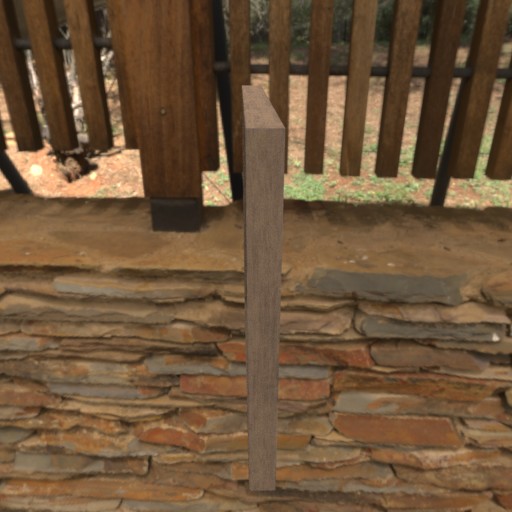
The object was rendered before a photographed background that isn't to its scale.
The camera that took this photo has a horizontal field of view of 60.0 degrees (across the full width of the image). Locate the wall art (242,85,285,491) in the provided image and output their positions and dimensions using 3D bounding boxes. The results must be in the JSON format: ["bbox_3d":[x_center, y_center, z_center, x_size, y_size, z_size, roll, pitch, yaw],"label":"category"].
[{"bbox_3d":[0.000,0.000,0.759,0.038,0.508,0.508,-1,25,-2],"label":"wall art"}]
